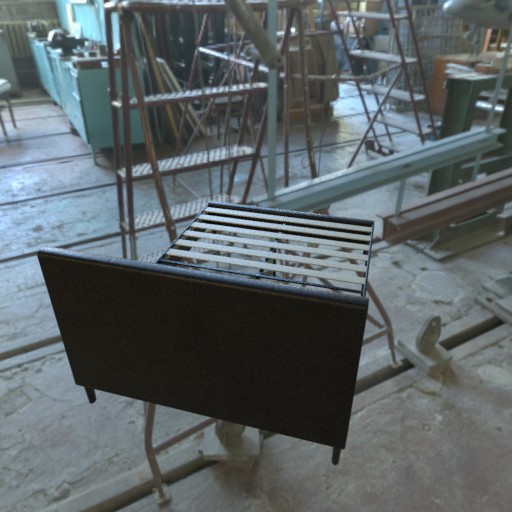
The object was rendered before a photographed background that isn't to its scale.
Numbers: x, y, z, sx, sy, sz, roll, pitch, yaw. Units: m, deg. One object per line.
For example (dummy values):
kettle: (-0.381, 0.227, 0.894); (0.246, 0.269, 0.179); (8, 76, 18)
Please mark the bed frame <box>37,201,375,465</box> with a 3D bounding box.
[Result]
bed frame: (0.000, 0.000, 3.268); (1.634, 1.127, 2.318); (8, 32, 14)
